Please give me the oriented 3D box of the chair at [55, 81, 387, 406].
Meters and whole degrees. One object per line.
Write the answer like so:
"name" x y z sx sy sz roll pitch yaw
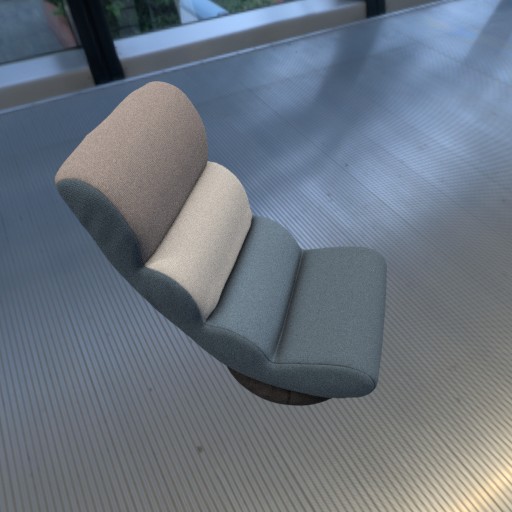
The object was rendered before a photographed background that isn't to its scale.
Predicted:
"chair" 0.000 0.000 1.057 0.661 0.641 0.420 11 47 10
